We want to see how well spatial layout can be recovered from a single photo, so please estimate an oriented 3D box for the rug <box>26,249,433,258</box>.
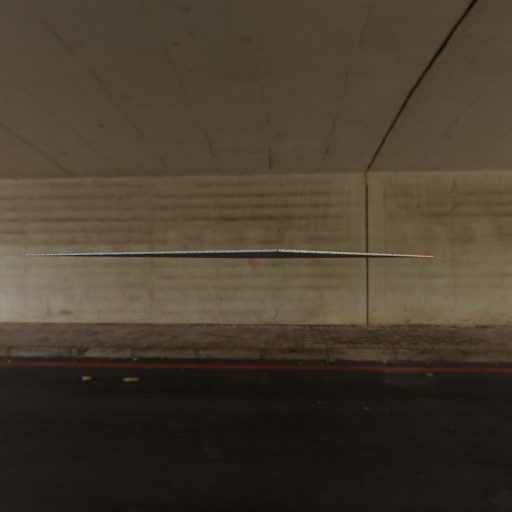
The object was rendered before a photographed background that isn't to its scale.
[{"bbox_3d":[0.000,0.000,4.142,2.447,0.014,3.061,-1,-1,35],"label":"rug"}]
